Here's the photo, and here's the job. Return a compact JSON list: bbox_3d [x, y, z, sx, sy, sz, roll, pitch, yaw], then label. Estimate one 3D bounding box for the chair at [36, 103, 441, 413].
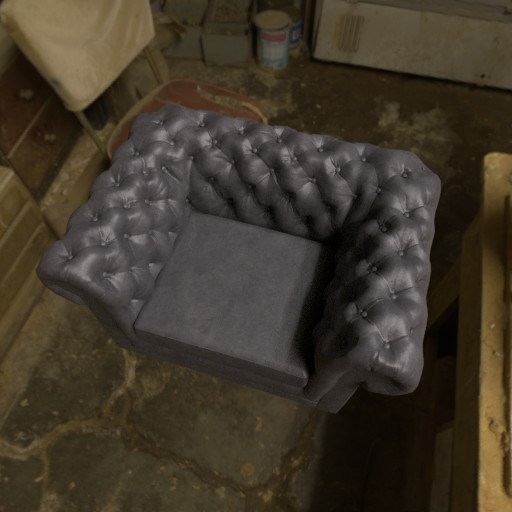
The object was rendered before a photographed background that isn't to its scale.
[{"bbox_3d":[0.000,0.000,1.862,1.298,0.780,0.943,15,59,9],"label":"chair"}]
